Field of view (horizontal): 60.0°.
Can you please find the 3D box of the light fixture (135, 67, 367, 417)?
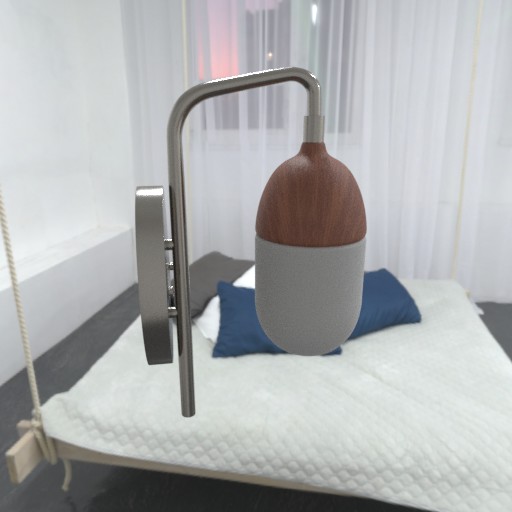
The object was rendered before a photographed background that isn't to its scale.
[{"bbox_3d":[0.000,0.000,0.433,0.216,0.343,0.108,-3,17,-9],"label":"light fixture"}]
